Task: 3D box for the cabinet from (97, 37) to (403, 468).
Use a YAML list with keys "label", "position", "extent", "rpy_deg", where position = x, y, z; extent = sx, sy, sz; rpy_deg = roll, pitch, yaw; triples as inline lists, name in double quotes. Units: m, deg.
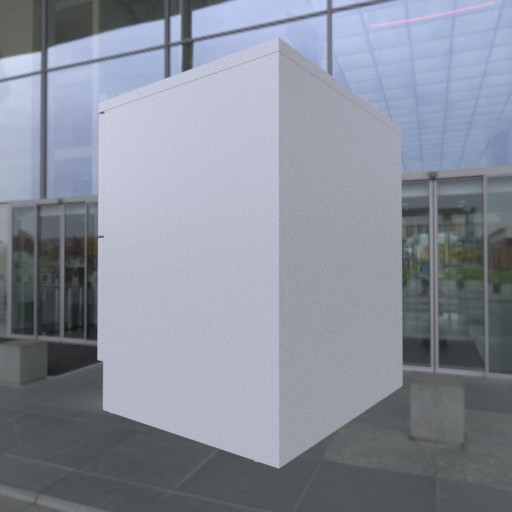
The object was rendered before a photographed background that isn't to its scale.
- label: "cabinet"
  position: [0.000, 0.000, 0.748]
  extent: [0.360, 0.470, 0.400]
  rpy_deg: [-1, -1, 37]
